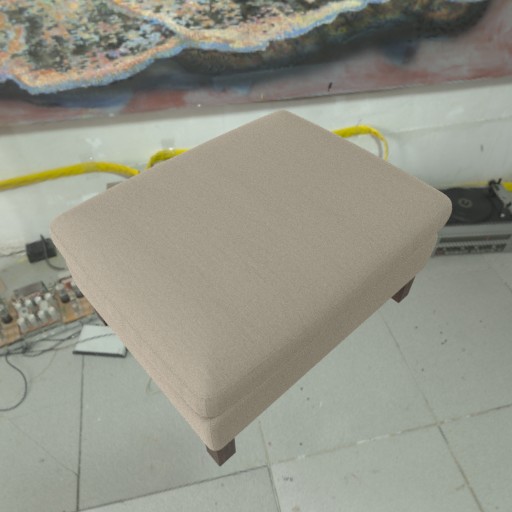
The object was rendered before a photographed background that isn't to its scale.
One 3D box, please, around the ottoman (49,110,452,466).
[{"bbox_3d":[0.000,0.000,1.126,0.771,0.420,0.606,-34,55,-27],"label":"ottoman"}]
